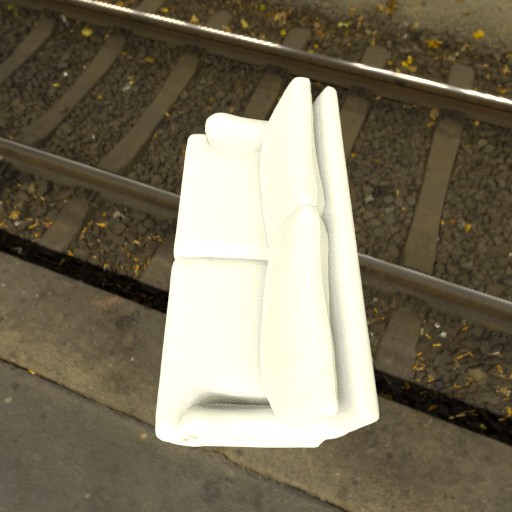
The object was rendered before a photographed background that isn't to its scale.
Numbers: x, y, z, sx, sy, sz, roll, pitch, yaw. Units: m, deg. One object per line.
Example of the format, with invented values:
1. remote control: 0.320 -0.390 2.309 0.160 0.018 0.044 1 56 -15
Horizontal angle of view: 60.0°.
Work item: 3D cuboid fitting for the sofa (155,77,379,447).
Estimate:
1. sofa: 0.000 0.000 2.791 1.069 1.096 2.193 0 59 0
